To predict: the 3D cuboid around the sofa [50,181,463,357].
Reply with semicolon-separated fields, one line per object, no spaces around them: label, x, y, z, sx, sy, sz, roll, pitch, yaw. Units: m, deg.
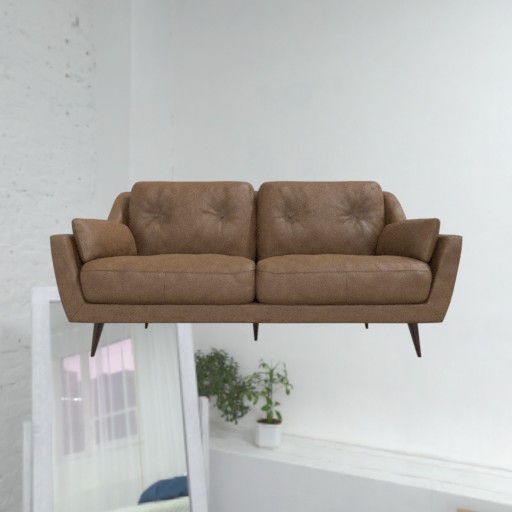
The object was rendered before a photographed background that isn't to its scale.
sofa;0.000;0.000;2.301;1.731;0.886;0.981;0;0;0
